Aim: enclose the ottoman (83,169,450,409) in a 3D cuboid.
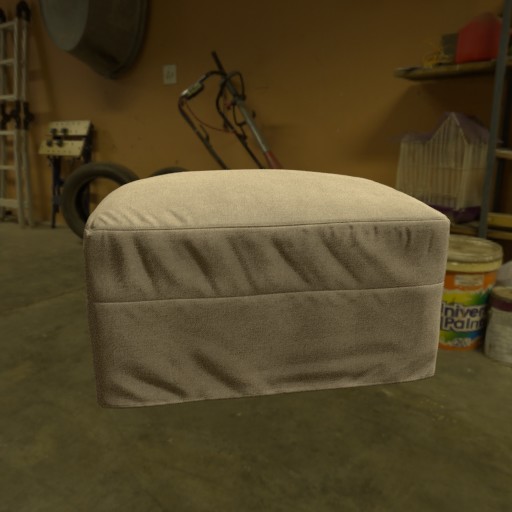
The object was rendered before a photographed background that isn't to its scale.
[{"bbox_3d":[0.000,0.000,1.260,0.837,0.481,0.683,-2,15,-9],"label":"ottoman"}]
